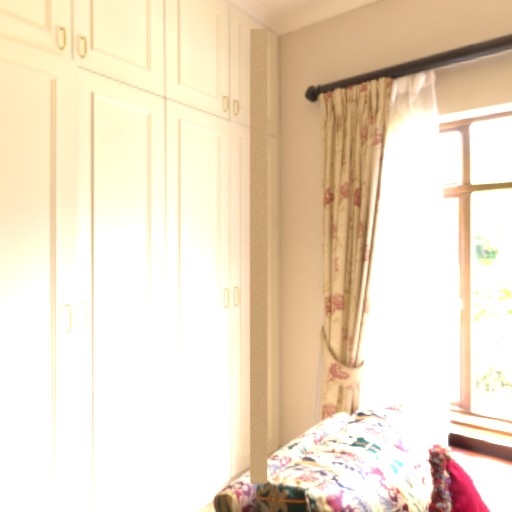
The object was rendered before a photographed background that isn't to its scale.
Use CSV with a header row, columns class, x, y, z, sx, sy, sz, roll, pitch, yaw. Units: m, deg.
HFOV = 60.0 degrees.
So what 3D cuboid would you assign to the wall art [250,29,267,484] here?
class,x,y,z,sx,sy,sz,roll,pitch,yaw
wall art,0.000,0.000,0.744,0.020,0.536,0.444,0,0,-1
